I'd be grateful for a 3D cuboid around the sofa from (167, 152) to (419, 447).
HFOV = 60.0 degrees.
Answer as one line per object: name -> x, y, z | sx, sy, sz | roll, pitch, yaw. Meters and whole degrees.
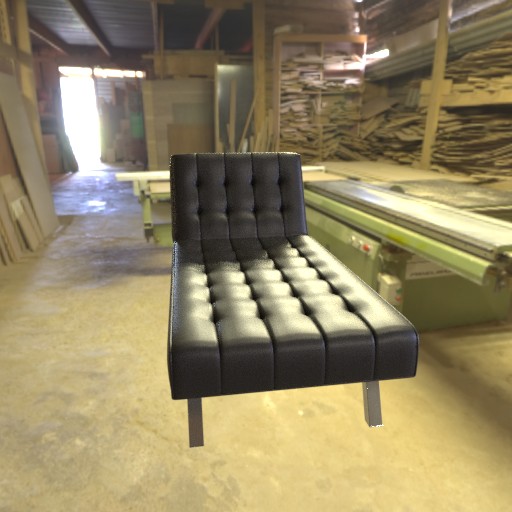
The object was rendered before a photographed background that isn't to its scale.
sofa -> 0.000, 0.000, 1.979 | 0.760, 0.820, 1.560 | -3, 17, -9
